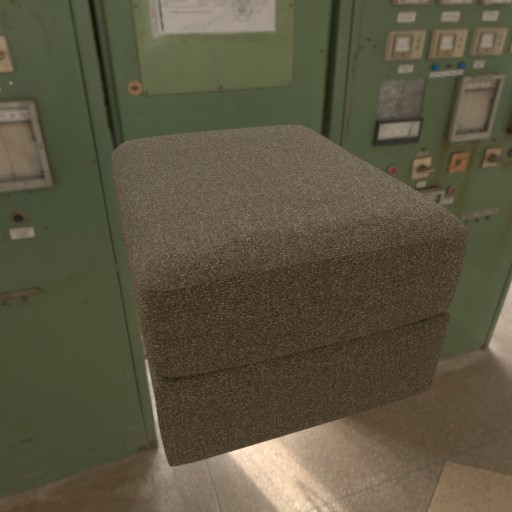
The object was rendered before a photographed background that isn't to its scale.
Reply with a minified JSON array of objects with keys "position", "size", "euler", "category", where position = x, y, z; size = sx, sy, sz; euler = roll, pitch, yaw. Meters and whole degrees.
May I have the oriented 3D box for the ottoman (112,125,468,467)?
[{"position":[0.000,0.000,1.079],"size":[0.598,0.476,0.742],"euler":[-10,32,-16],"category":"ottoman"}]
